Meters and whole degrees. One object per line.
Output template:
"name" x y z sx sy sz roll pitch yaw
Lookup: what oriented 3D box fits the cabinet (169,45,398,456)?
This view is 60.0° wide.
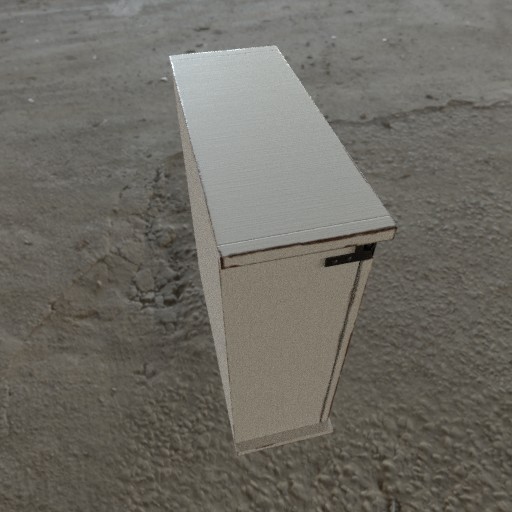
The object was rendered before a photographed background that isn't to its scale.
"cabinet" 0.000 0.000 0.897 0.210 0.603 0.541 -10 47 -9
